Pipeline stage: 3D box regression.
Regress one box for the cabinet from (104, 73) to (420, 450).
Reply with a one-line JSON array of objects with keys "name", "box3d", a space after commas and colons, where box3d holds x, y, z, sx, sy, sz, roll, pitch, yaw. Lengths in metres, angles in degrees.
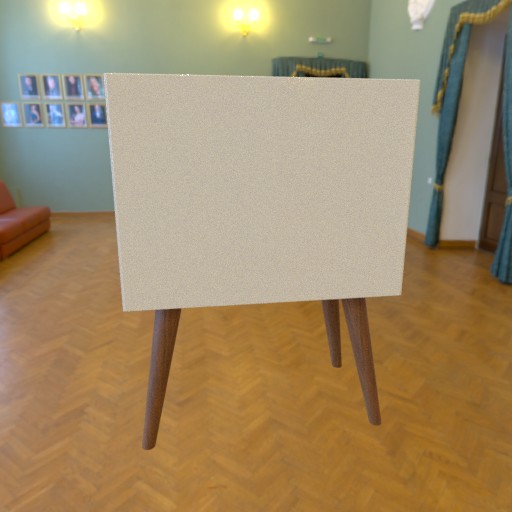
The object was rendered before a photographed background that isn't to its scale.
[{"name": "cabinet", "box3d": [0.000, 0.000, 1.075, 0.591, 0.772, 0.344, -2, 15, -9]}]
